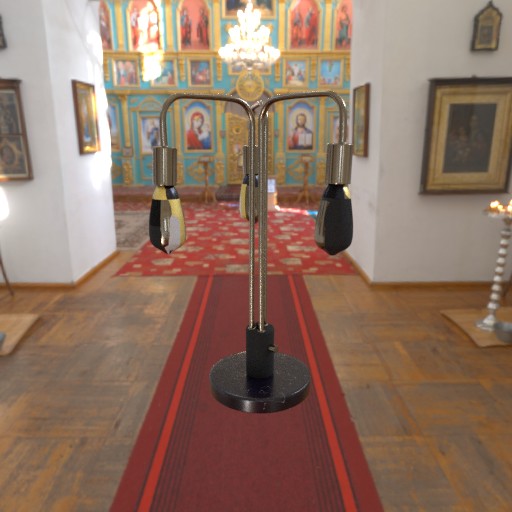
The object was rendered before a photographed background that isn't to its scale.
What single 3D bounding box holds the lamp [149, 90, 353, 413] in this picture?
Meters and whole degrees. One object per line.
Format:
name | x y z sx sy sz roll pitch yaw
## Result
lamp | 0.000 0.000 0.815 0.368 0.560 0.355 13 19 43
